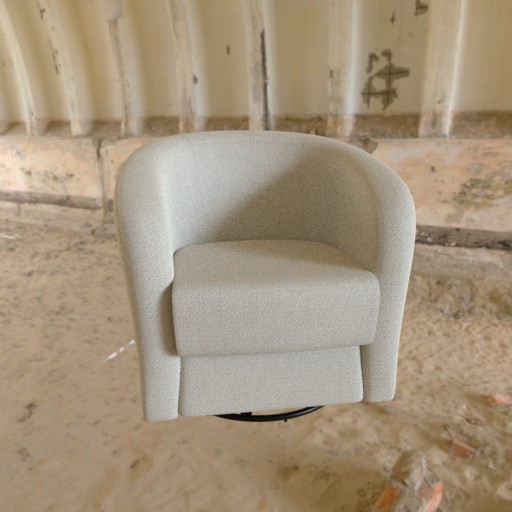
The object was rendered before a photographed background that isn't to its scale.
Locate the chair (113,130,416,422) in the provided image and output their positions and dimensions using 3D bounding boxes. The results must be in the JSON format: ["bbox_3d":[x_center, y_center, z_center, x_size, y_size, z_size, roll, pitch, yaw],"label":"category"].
[{"bbox_3d":[0.000,0.000,1.427,0.791,0.771,0.815,-2,17,-8],"label":"chair"}]
